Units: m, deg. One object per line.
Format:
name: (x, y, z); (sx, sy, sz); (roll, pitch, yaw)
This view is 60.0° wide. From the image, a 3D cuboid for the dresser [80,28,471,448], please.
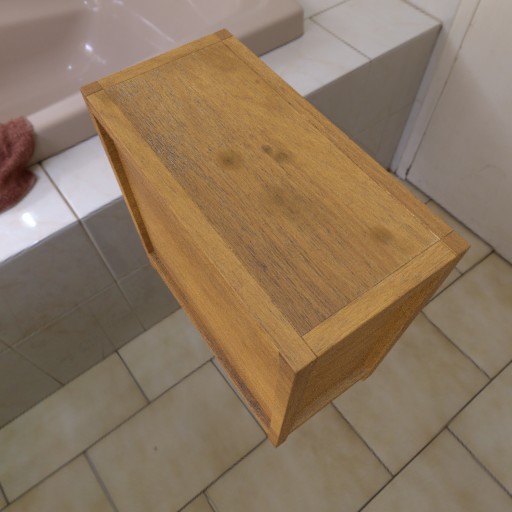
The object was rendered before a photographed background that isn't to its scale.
dresser: (0.000, 0.000, 1.247); (0.427, 0.804, 0.804); (-31, 64, -17)
